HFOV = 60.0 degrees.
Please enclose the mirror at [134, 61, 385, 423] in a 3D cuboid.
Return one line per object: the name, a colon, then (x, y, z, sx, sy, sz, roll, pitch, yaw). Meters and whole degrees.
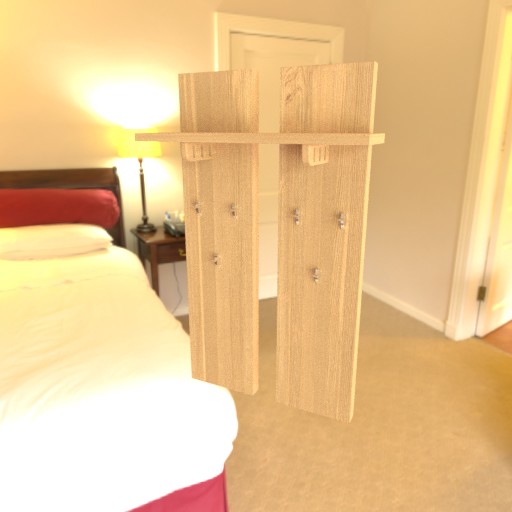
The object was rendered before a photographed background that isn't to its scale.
mirror: (0.000, 0.000, 1.569, 0.800, 1.250, 0.260, 8, 18, 25)
